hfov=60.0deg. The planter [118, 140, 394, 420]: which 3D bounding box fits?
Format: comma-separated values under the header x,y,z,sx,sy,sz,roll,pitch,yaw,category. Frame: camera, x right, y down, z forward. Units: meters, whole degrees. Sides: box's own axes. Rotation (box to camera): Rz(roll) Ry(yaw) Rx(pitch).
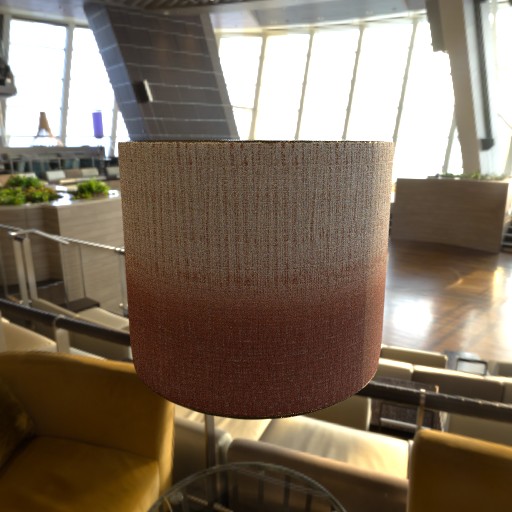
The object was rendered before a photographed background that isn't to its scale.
x,y,z,sx,sy,sz,roll,pitch,yaw,category
0.000,0.000,0.311,0.178,0.157,0.178,0,15,0,planter
